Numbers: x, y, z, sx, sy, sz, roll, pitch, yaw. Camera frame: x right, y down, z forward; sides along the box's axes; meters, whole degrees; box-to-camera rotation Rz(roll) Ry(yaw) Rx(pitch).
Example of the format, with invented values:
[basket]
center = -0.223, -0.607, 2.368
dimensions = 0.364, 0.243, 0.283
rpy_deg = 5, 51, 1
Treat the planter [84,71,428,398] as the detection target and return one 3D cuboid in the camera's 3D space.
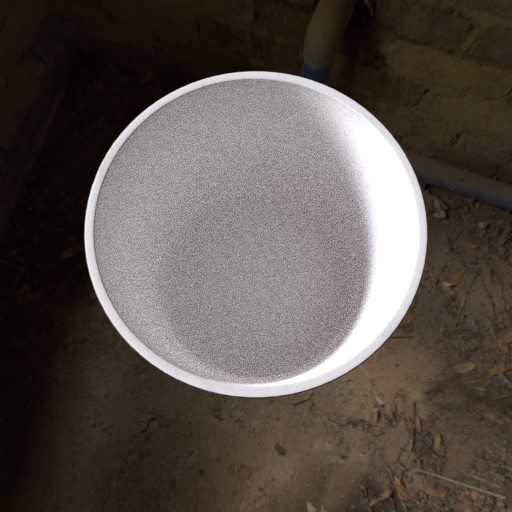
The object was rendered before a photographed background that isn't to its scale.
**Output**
[planter]
center = 0.000, 0.000, 0.435
dimensions = 0.254, 0.221, 0.254
rpy_deg = 0, 75, 0
